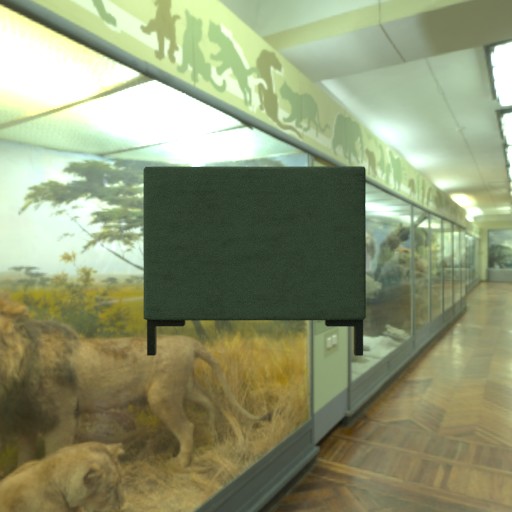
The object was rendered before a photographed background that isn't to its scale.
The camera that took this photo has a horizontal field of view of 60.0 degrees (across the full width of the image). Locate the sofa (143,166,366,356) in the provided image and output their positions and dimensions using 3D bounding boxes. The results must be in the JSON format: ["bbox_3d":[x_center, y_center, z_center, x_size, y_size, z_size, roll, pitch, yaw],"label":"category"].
[{"bbox_3d":[0.000,0.000,2.565,0.817,0.681,2.130,0,0,0],"label":"sofa"}]
